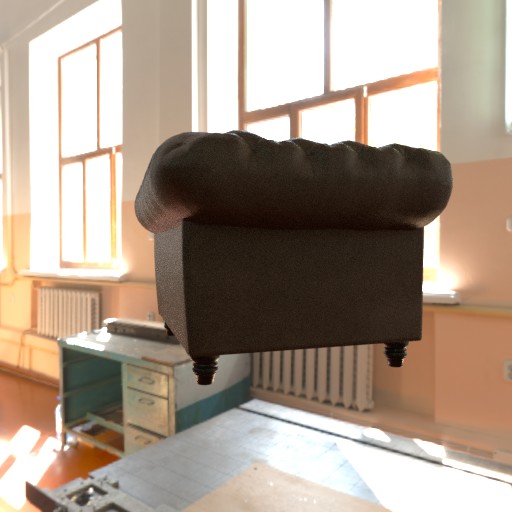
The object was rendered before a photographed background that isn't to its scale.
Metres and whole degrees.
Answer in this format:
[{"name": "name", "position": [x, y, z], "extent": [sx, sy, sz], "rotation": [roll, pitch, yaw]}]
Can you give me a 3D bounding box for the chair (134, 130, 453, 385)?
[{"name": "chair", "position": [0.000, 0.000, 1.874], "extent": [0.954, 0.784, 1.298], "rotation": [0, 1, -18]}]
